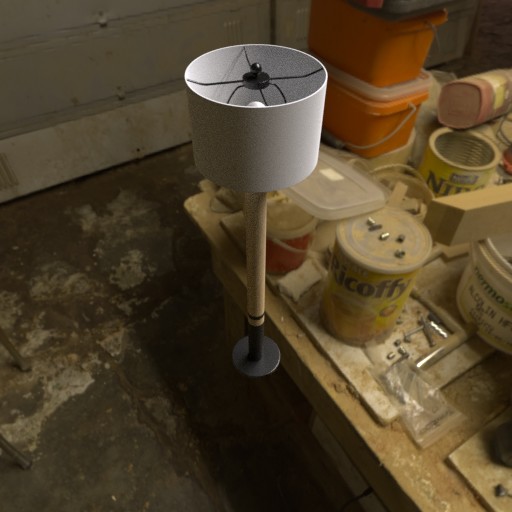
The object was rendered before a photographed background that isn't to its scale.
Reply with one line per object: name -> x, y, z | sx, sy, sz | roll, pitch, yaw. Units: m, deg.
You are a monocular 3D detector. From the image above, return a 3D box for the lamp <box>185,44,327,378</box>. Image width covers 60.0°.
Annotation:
lamp -> 0.000, 0.000, 1.706 | 0.381, 1.478, 0.381 | -23, 51, -20
